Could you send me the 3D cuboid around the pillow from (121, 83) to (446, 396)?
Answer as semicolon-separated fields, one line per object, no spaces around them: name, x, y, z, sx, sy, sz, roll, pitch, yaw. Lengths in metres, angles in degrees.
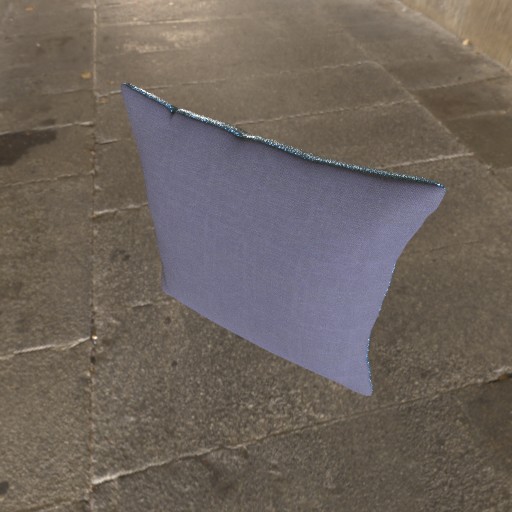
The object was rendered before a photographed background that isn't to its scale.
pillow;0.000;0.000;0.651;0.436;0.430;0.138;23;50;21
